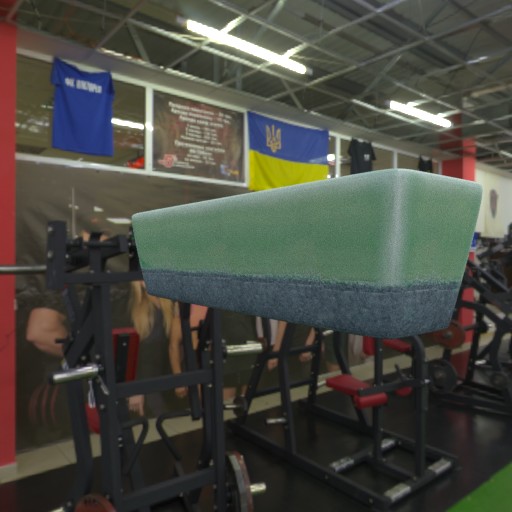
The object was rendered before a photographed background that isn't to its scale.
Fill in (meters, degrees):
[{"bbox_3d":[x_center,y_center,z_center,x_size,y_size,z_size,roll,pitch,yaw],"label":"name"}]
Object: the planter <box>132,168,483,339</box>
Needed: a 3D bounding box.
[{"bbox_3d":[0.000,0.000,0.299,0.072,0.072,0.275,0,1,-37],"label":"planter"}]
